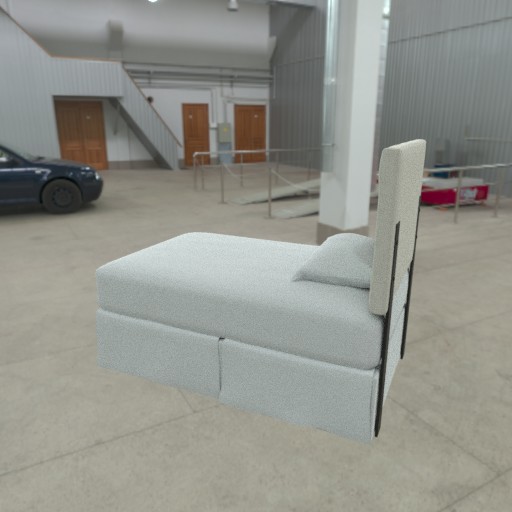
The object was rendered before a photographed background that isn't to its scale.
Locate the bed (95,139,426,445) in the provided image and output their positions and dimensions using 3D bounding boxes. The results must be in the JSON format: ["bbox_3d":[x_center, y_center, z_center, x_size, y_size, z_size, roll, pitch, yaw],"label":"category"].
[{"bbox_3d":[0.000,0.000,3.084,1.997,1.571,1.261,8,18,25],"label":"bed"}]
